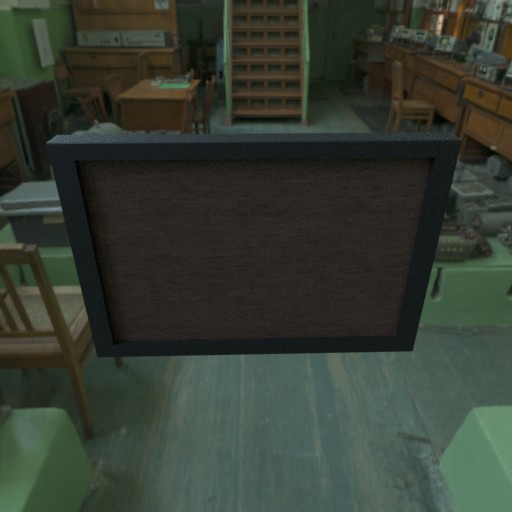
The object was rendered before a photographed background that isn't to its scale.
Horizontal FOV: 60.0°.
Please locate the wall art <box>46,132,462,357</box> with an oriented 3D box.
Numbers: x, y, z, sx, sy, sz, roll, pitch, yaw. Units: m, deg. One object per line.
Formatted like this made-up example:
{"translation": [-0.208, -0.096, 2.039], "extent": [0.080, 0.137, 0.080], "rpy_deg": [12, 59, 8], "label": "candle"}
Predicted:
{"translation": [0.000, 0.000, 0.850], "extent": [0.671, 0.456, 0.051], "rpy_deg": [-1, 30, -1], "label": "wall art"}
